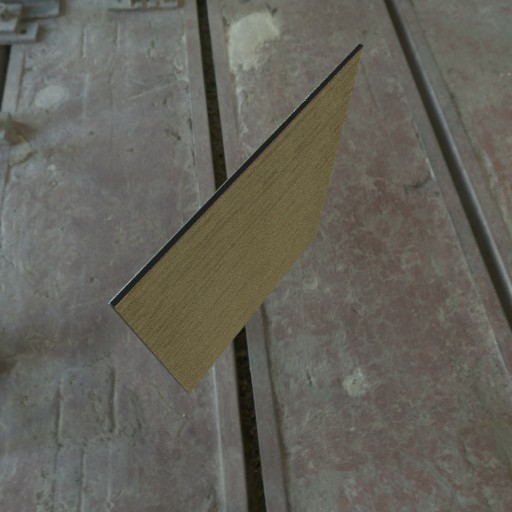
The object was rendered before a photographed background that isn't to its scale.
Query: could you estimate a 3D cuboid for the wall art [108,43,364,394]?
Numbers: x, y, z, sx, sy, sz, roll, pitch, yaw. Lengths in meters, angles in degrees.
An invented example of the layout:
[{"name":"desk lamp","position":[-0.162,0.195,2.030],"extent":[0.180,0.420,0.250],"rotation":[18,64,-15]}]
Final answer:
[{"name":"wall art","position":[0.000,0.000,0.783],"extent":[0.009,0.559,0.483],"rotation":[35,69,15]}]
